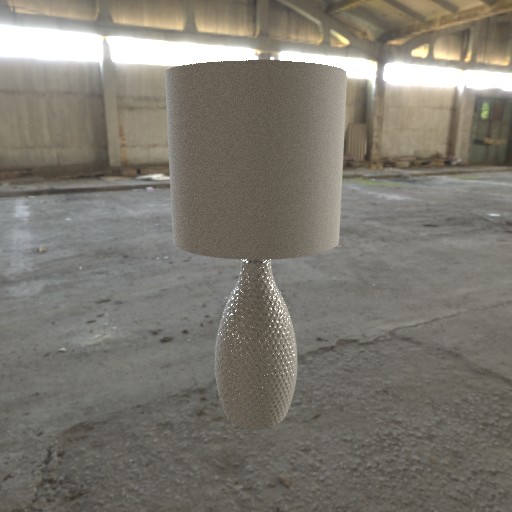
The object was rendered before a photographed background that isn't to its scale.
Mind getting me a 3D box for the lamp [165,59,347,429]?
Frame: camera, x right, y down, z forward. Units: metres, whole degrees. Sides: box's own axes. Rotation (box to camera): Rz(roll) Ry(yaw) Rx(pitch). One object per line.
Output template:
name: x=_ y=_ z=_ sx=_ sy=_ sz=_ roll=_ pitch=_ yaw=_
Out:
lamp: x=0.000 y=0.000 z=0.589 sx=0.214 sy=0.466 sz=0.214 roll=-7 pitch=16 yaw=-26
